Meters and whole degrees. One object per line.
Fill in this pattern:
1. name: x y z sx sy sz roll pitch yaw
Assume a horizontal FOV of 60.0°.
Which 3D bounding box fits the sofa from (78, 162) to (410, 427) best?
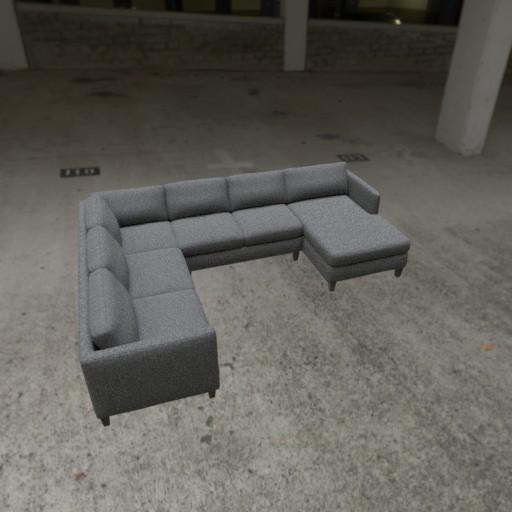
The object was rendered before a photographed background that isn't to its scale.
1. sofa: 0.000 0.000 4.380 3.238 0.853 2.551 -10 34 -16
